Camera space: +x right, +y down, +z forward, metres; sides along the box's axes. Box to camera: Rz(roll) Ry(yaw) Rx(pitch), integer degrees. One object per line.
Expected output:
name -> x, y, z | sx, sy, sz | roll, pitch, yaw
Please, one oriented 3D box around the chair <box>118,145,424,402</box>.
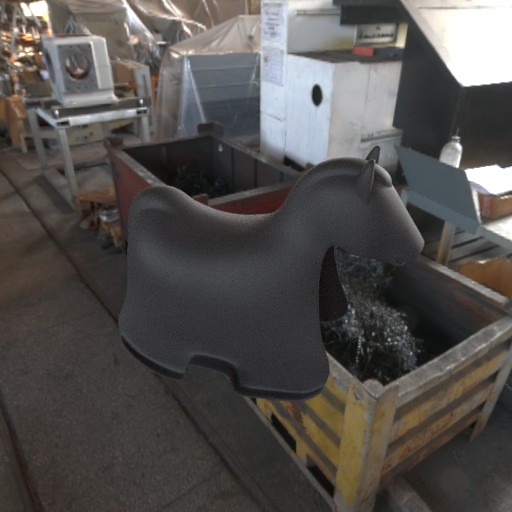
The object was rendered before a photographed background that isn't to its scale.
chair -> 0.000, 0.000, 1.165 | 0.800, 0.612, 0.429 | 10, 32, 17
